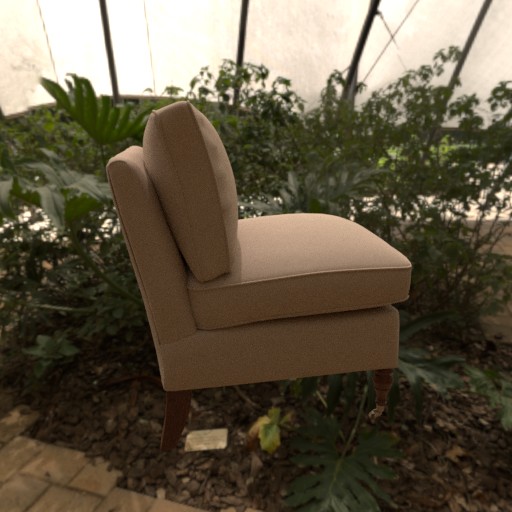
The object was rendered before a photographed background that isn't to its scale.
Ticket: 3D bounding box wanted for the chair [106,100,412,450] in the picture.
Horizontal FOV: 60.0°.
[{"bbox_3d":[0.000,0.000,1.631,0.912,1.052,0.724,-3,17,-10],"label":"chair"}]
